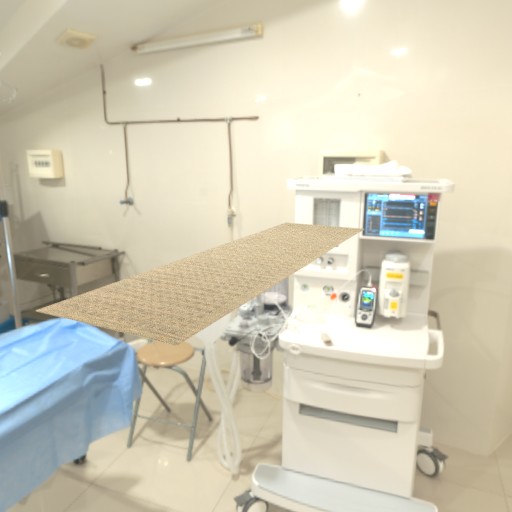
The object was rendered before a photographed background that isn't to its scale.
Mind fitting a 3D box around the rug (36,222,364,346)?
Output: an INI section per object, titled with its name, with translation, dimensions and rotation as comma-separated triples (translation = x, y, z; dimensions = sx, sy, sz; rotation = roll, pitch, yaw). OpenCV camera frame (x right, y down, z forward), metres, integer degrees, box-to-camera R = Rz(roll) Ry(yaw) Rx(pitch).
[rug]
translation = 0.000, 0.000, 2.637
dimensions = 0.688, 0.005, 2.437
rotation = 7, 15, 27
